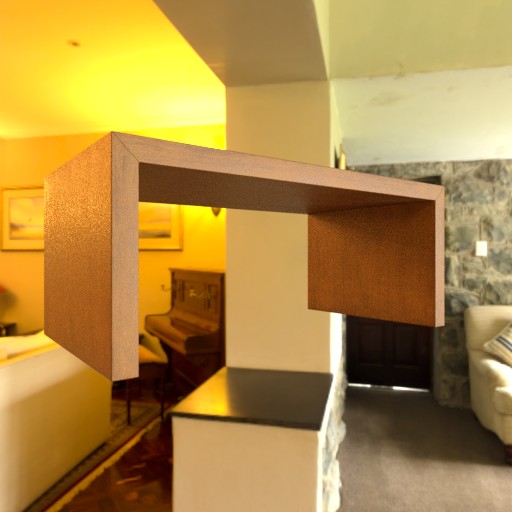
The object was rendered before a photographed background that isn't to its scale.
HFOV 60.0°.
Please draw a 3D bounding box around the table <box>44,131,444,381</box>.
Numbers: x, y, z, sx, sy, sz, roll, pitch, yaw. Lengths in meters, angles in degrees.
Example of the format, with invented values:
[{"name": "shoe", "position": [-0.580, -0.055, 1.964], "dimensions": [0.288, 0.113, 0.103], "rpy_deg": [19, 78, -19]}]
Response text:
[{"name": "table", "position": [0.000, 0.000, 1.255], "dimensions": [1.000, 0.419, 0.549], "rpy_deg": [0, 0, -36]}]
